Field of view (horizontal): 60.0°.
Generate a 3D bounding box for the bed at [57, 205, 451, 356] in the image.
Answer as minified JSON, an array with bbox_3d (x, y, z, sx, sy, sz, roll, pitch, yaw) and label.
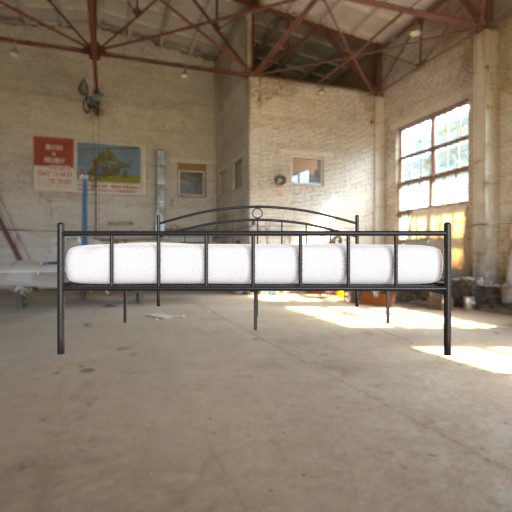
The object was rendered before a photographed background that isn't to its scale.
[{"bbox_3d":[0.000,0.000,3.120,1.880,0.940,2.040,0,0,1],"label":"bed"}]
